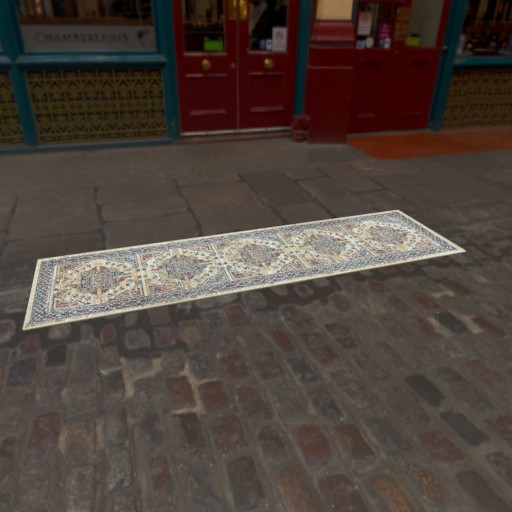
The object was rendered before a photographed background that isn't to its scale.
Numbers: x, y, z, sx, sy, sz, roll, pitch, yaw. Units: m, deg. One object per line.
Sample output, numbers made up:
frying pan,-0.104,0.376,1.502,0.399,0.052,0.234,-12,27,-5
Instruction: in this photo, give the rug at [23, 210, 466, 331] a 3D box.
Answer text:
rug,0.000,0.000,2.471,2.297,0.013,0.661,-9,29,-16
